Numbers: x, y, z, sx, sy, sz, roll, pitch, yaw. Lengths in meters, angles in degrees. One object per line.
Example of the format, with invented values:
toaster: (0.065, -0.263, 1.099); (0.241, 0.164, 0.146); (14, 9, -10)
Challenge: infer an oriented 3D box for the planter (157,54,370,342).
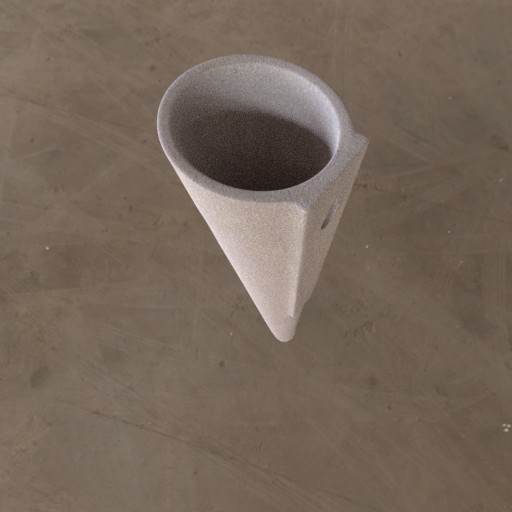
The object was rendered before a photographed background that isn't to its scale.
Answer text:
planter: (0.000, 0.000, 0.302); (0.087, 0.259, 0.078); (35, 69, 15)
